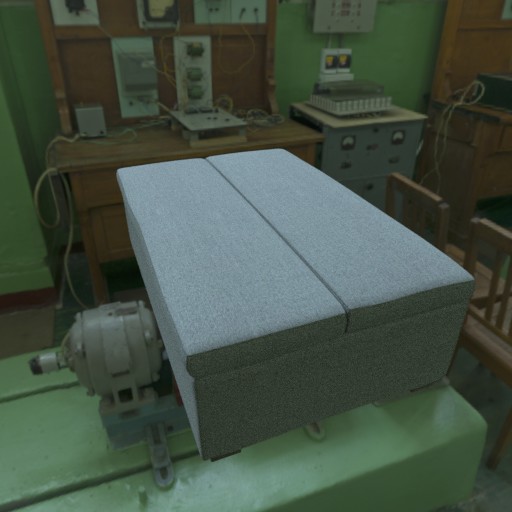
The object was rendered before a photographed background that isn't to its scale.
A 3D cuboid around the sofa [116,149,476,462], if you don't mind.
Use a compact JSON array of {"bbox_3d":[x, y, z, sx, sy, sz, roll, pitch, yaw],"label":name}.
[{"bbox_3d":[0.000,0.000,1.621,0.817,0.434,1.250,-11,32,-19],"label":"sofa"}]
